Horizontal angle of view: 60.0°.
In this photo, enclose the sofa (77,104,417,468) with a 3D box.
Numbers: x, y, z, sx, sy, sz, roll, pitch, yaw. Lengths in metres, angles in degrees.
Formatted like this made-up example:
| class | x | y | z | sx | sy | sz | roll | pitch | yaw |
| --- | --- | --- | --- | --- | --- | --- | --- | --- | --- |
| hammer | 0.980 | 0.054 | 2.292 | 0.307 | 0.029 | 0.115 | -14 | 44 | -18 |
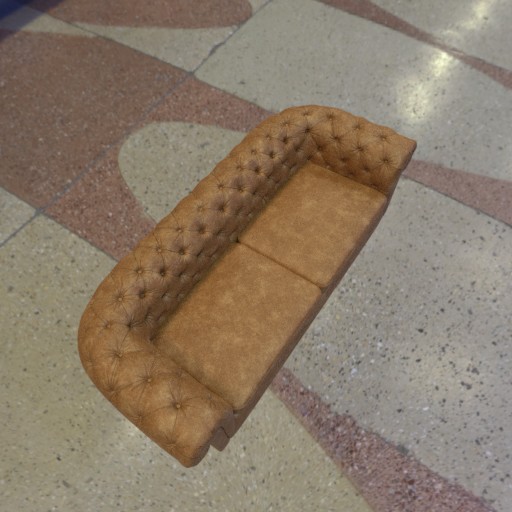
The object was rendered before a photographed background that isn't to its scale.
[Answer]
| class | x | y | z | sx | sy | sz | roll | pitch | yaw |
| --- | --- | --- | --- | --- | --- | --- | --- | --- | --- |
| sofa | 0.000 | 0.000 | 2.775 | 0.989 | 0.760 | 2.365 | 31 | 63 | 18 |
